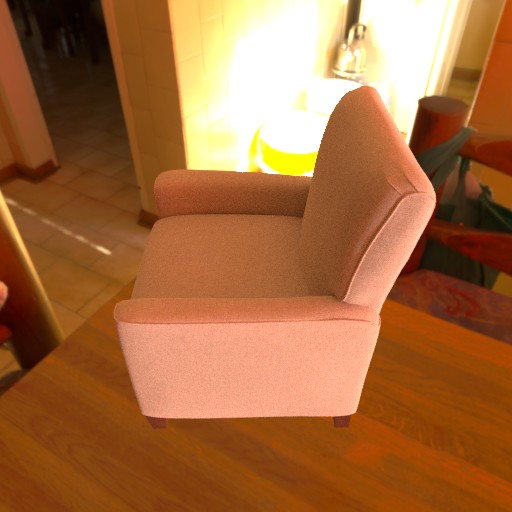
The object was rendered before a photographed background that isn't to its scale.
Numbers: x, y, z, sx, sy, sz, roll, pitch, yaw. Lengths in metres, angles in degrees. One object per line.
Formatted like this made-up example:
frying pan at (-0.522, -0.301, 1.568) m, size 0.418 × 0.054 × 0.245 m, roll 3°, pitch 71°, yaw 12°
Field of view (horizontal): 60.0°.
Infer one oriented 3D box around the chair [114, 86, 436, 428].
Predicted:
chair at (0.000, 0.000, 1.582) m, size 0.859 × 1.023 × 0.845 m, roll 0°, pitch 41°, yaw 0°
